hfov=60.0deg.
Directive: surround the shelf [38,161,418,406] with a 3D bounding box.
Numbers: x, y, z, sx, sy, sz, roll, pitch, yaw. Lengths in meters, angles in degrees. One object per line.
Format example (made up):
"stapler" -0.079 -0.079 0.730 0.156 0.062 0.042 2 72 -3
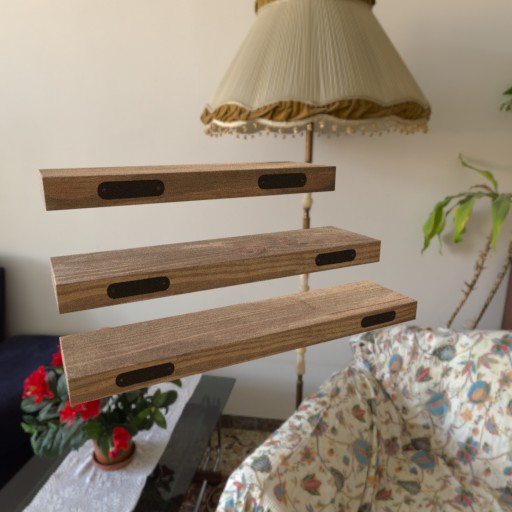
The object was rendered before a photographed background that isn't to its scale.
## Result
"shelf" 0.000 0.000 0.728 0.610 0.293 0.140 -8 17 -26
